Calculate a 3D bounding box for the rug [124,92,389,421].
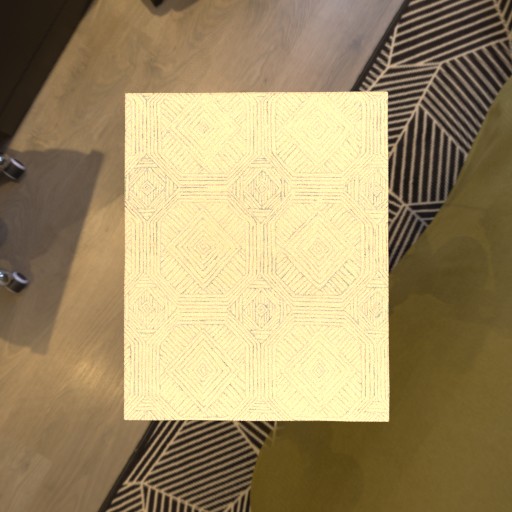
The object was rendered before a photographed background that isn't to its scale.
[{"bbox_3d":[0.000,0.000,4.118,2.457,0.015,3.049,0,89,1],"label":"rug"}]
